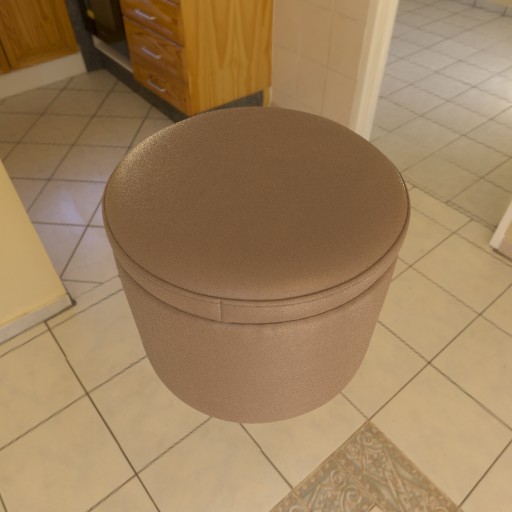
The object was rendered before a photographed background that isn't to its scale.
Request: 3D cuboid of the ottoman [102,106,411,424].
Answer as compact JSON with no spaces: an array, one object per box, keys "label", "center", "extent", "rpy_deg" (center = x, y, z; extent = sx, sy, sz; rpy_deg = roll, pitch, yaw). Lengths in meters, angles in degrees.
[{"label":"ottoman","center":[0.000,0.000,0.851],"extent":[0.500,0.409,0.500],"rpy_deg":[0,46,0]}]
